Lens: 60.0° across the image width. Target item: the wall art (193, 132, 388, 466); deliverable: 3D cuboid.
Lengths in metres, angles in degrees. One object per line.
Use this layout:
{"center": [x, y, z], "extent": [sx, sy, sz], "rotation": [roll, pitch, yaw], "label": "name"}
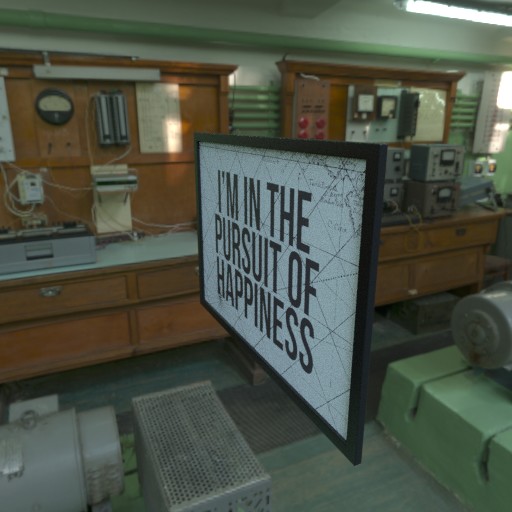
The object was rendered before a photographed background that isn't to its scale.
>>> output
{"center": [0.000, 0.000, 1.056], "extent": [0.015, 0.552, 0.819], "rotation": [-8, 19, -25], "label": "wall art"}
